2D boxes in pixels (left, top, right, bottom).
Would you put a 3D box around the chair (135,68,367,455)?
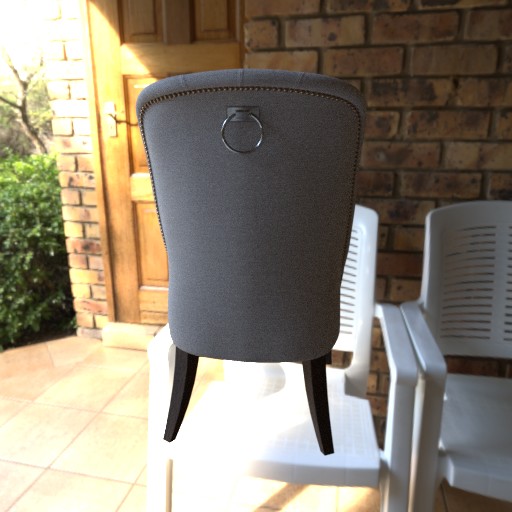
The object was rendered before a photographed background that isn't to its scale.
[{"bbox_3d":[0.000,0.000,1.480,0.634,1.091,0.629,2,16,6],"label":"chair"}]
